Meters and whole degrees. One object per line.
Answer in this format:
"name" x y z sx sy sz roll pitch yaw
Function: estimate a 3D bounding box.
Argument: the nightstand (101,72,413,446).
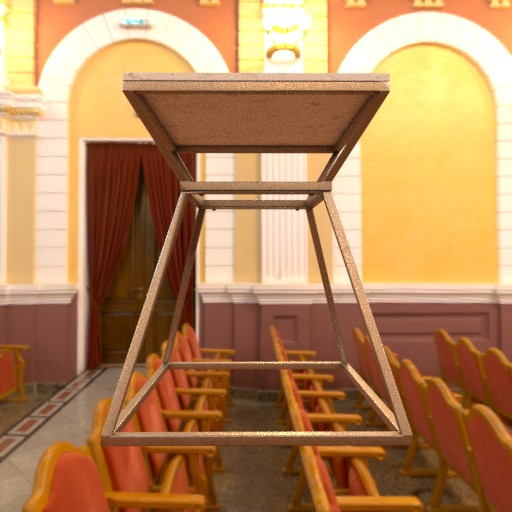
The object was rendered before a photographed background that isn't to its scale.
"nightstand" 0.000 0.000 0.872 0.455 0.554 0.455 0 0 0
